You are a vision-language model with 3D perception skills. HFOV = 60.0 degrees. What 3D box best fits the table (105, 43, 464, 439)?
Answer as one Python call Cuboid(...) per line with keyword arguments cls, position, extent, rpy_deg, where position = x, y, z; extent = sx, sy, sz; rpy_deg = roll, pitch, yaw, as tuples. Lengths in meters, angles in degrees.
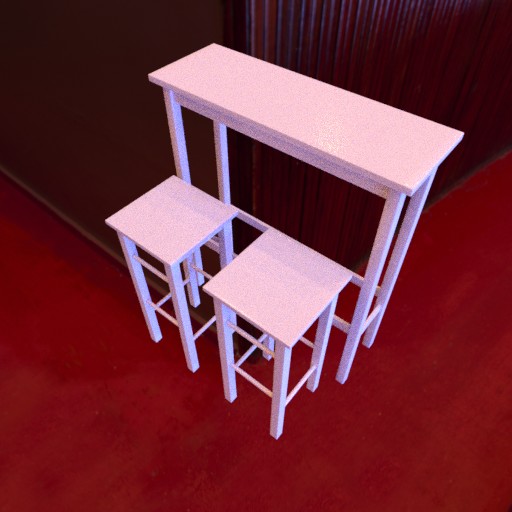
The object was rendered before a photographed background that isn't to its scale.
Cuboid(cls="table", position=(0.000, 0.000, 1.608), extent=(0.915, 1.065, 0.650), rpy_deg=(31, 55, 25))
